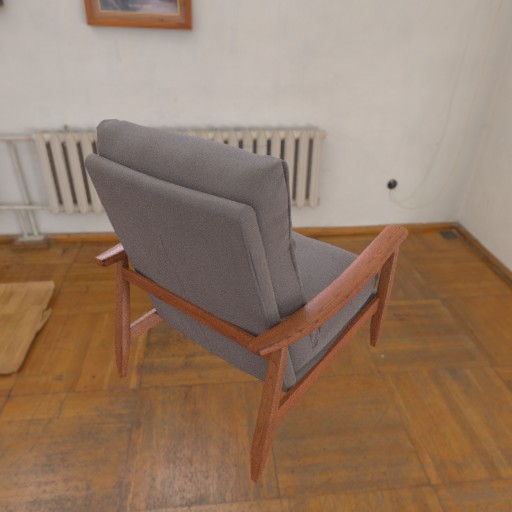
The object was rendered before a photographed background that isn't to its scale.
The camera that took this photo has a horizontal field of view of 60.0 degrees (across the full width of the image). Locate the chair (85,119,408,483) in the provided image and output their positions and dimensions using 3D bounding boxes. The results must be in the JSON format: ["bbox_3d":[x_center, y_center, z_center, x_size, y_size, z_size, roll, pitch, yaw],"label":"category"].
[{"bbox_3d":[0.000,0.000,1.503,0.782,0.922,0.816,22,37,33],"label":"chair"}]
